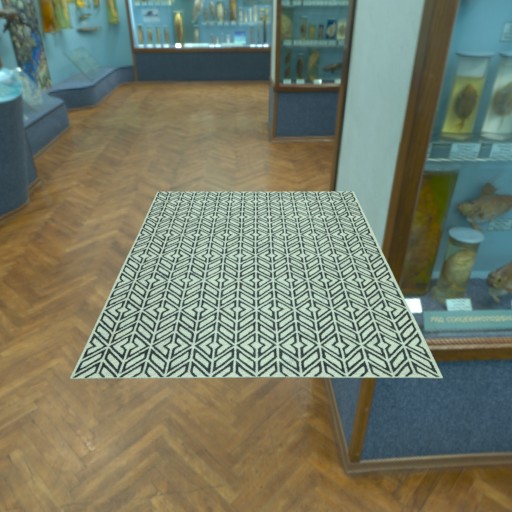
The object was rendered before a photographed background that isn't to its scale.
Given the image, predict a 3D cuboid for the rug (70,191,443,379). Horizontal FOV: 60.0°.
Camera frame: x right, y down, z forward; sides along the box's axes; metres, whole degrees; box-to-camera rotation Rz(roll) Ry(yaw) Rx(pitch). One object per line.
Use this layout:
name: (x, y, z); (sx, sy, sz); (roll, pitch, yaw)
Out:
rug: (0.000, 0.000, 4.172); (2.421, 0.008, 3.045); (0, 31, 0)
